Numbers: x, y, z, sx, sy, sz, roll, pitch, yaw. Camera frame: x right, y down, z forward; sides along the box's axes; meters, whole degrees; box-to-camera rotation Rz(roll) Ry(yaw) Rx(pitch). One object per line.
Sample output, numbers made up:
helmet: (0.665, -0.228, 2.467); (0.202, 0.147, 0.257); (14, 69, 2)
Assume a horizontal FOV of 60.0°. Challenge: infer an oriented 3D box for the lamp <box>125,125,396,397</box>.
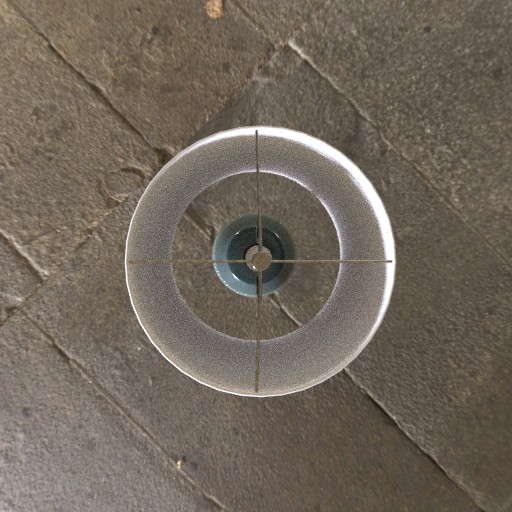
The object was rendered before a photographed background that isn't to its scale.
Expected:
lamp: (0.000, 0.000, 0.579); (0.217, 0.453, 0.217); (0, 91, -1)
